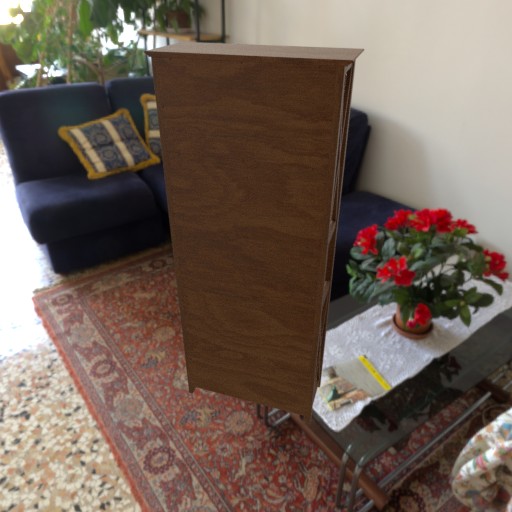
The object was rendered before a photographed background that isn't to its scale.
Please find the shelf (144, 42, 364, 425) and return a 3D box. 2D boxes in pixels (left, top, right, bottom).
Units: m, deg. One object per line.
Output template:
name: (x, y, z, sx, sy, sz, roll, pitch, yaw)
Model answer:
shelf: (0.000, 0.000, 2.244, 0.805, 1.905, 0.335, 10, 33, 15)
